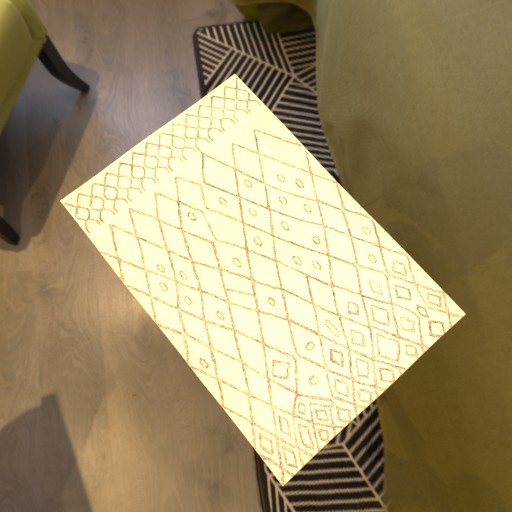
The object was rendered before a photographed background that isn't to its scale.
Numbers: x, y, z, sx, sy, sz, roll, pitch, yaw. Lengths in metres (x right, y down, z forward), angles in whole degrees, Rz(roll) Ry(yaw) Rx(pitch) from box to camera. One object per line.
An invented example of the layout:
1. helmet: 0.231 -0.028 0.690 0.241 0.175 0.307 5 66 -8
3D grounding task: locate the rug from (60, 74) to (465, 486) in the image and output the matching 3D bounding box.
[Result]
1. rug: 0.000 0.000 2.305 1.222 0.015 1.828 -39 79 -9
